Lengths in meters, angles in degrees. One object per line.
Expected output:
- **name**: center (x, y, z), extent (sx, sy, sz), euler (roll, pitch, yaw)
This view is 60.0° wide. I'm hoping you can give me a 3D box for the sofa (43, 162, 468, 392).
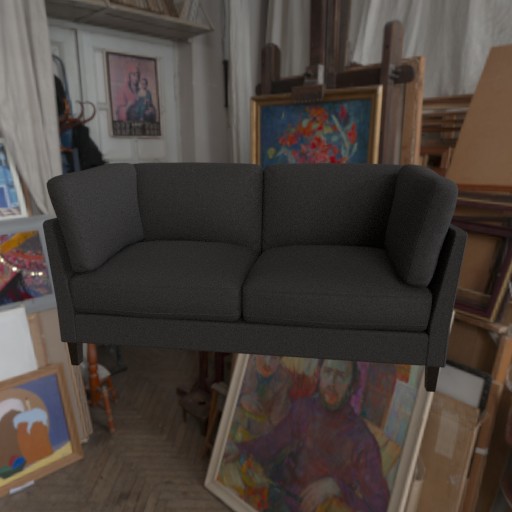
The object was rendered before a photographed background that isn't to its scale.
- **sofa**: center (0.000, 0.000, 2.272), extent (1.751, 0.920, 0.969), euler (2, 14, 8)
